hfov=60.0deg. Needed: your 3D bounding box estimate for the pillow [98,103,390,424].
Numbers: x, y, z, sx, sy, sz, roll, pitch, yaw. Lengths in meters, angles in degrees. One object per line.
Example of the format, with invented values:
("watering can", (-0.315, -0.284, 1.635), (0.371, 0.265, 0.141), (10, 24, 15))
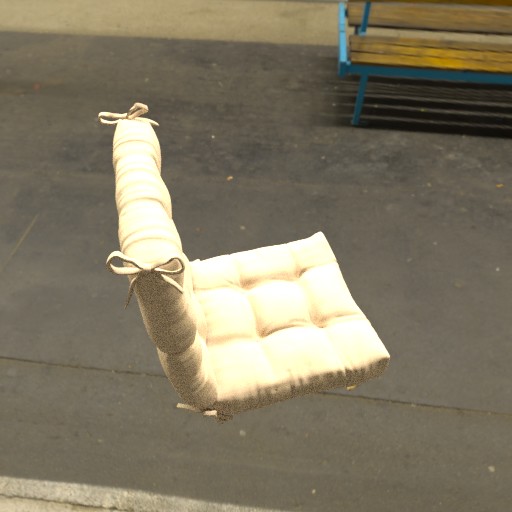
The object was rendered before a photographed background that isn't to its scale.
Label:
("pillow", (0.000, 0.000, 1.032), (0.571, 0.605, 0.519), (-11, 47, -10))
